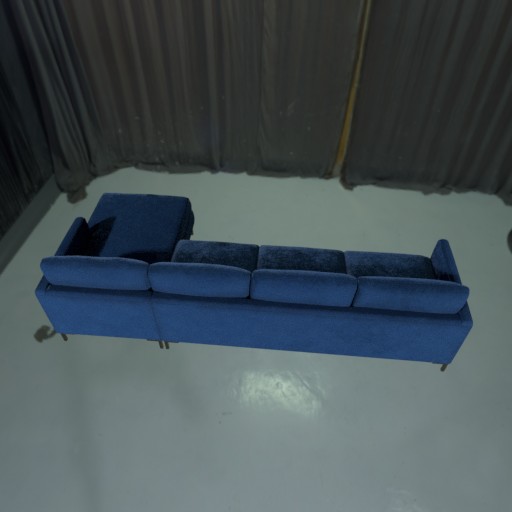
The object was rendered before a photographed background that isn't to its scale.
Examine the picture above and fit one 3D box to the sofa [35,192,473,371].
[{"bbox_3d":[0.000,0.000,3.475,2.932,0.810,1.350,4,46,4],"label":"sofa"}]
